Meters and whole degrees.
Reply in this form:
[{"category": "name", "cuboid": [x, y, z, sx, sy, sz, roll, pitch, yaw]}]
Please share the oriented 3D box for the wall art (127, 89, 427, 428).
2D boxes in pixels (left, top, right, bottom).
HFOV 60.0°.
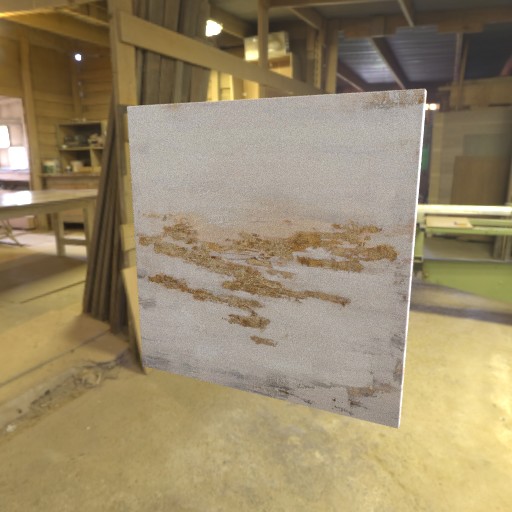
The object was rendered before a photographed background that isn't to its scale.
[{"category": "wall art", "cuboid": [0.000, 0.000, 1.520, 1.015, 1.018, 0.040, 6, 14, 25]}]
